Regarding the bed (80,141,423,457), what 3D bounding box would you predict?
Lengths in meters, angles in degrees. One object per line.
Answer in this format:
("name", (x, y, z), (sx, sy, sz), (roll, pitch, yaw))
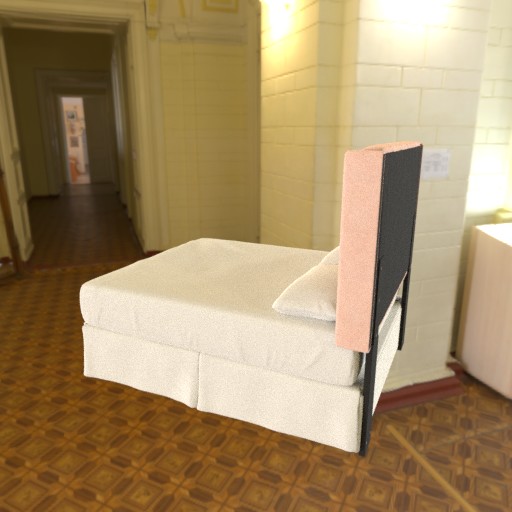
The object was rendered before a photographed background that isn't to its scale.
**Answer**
("bed", (0.000, 0.000, 3.323), (2.066, 1.665, 1.719), (7, 17, 25))
